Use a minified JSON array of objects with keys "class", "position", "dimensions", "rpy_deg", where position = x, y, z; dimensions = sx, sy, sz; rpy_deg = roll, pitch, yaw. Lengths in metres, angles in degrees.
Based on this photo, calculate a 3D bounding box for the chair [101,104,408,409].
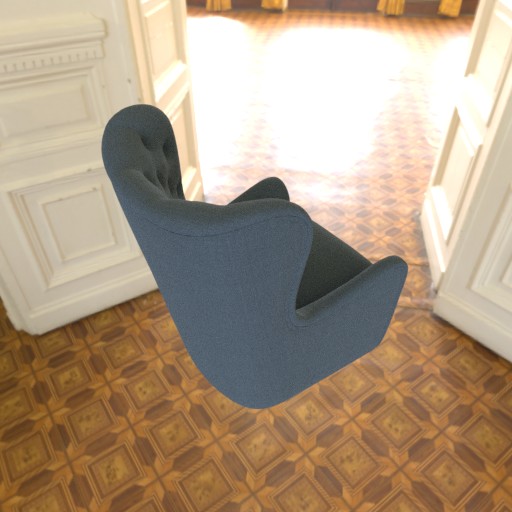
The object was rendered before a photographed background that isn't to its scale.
[{"class":"chair","position":[0.000,0.000,1.749],"dimensions":[0.930,1.079,0.831],"rpy_deg":[-25,46,-27]}]
